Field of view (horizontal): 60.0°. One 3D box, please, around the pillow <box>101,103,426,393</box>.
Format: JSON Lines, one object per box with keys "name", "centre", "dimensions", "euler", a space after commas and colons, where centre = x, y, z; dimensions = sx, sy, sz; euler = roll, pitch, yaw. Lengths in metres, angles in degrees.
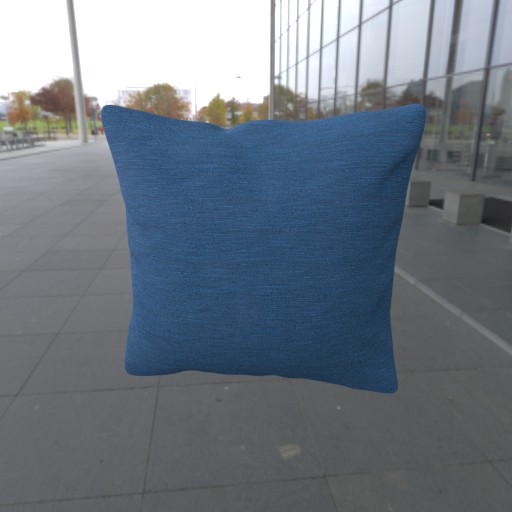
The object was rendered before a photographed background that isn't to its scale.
{"name": "pillow", "centre": [0.000, 0.000, 0.646], "dimensions": [0.437, 0.420, 0.177], "euler": [2, 17, 7]}
